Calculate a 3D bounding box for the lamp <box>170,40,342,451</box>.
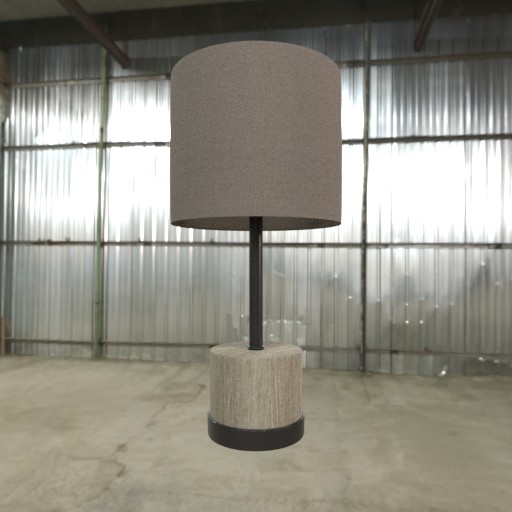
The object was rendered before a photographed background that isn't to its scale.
[{"bbox_3d":[0.000,0.000,0.597,0.229,0.470,0.229,-1,-1,37],"label":"lamp"}]
